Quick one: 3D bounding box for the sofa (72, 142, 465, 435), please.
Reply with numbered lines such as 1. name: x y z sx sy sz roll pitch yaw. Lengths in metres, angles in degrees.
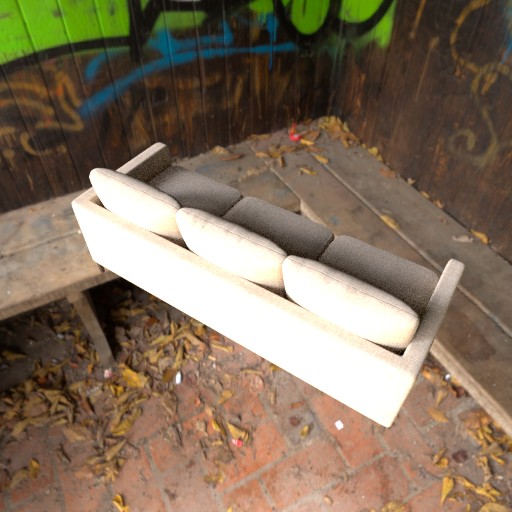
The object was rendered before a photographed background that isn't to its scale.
1. sofa: 0.000 0.000 2.748 2.218 0.874 0.859 25 52 22
